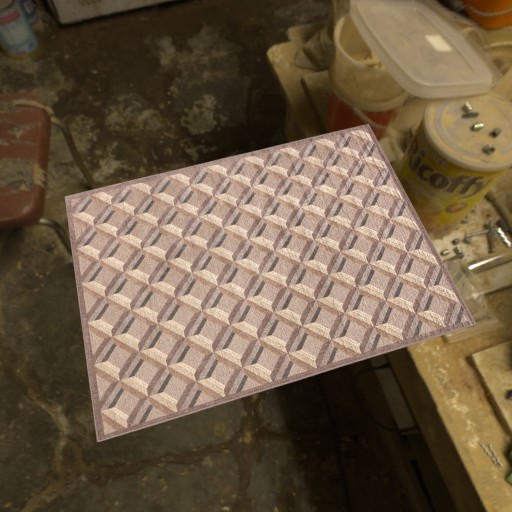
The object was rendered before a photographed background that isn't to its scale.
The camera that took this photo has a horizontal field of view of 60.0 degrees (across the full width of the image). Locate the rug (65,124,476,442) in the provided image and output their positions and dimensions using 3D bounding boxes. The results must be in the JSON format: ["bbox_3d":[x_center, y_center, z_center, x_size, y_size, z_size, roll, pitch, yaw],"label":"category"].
[{"bbox_3d":[0.000,0.000,4.150,3.294,0.018,2.382,-15,65,-7],"label":"rug"}]
